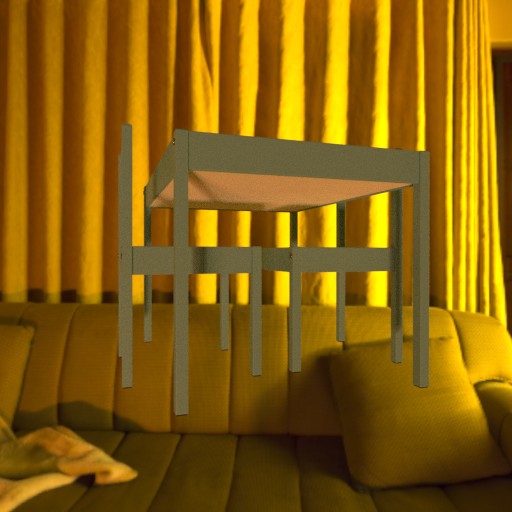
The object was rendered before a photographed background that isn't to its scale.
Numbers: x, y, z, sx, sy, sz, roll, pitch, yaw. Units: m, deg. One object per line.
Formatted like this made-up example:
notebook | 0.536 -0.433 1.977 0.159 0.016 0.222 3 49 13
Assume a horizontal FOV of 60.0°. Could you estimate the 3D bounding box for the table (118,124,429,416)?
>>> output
table | 0.000 0.000 1.073 0.633 0.503 0.639 0 0 -19
